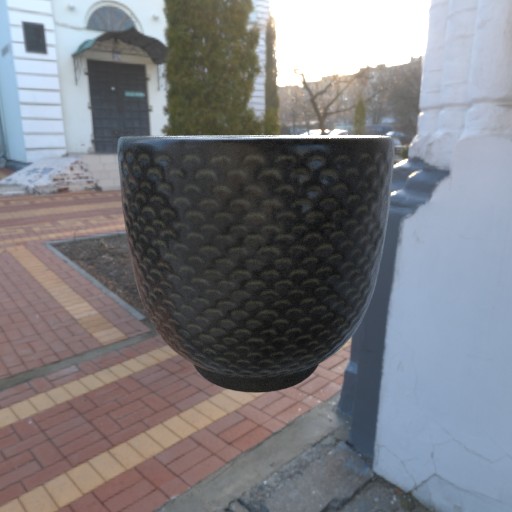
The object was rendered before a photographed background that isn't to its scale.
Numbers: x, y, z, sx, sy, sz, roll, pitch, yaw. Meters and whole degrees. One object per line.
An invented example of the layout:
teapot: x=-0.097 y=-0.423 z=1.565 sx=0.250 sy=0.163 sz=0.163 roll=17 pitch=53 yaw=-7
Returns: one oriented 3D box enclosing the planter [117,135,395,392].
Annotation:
planter: x=0.000 y=0.000 z=0.306 sx=0.172 sy=0.160 sz=0.172 roll=0 pitch=15 yaw=0
